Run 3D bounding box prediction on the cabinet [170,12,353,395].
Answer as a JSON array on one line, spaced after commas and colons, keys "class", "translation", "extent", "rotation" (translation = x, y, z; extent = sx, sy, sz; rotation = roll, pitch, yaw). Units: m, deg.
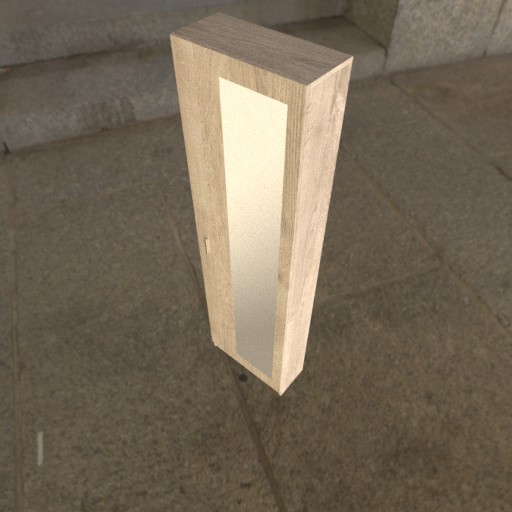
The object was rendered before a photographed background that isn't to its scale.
[{"class": "cabinet", "translation": [0.000, 0.000, 1.924], "extent": [0.500, 1.790, 0.230], "rotation": [32, 55, 25]}]
